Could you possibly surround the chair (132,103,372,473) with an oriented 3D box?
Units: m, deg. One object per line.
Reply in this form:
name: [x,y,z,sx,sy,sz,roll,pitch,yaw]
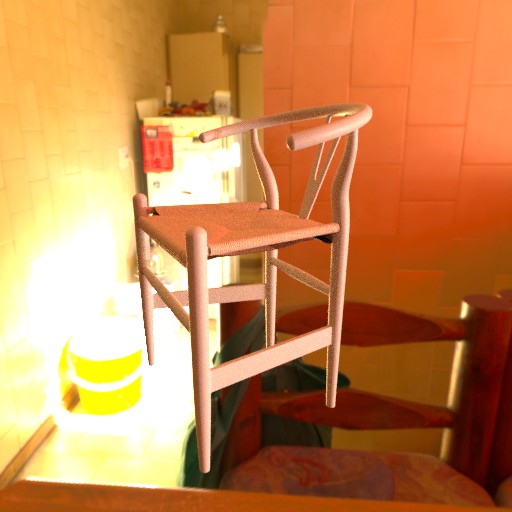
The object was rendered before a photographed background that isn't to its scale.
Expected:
chair: [0.000,0.000,1.112,0.500,0.736,0.533,-8,18,-25]
